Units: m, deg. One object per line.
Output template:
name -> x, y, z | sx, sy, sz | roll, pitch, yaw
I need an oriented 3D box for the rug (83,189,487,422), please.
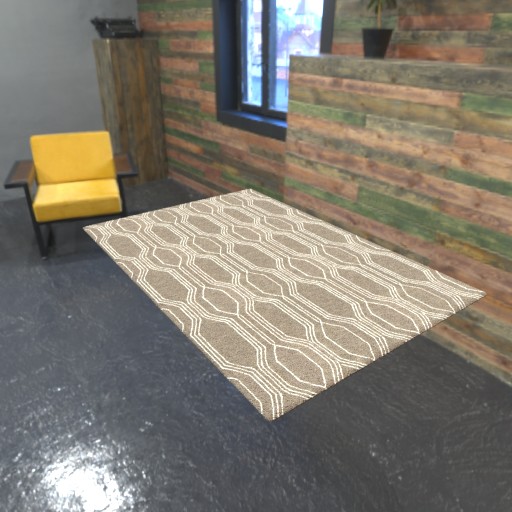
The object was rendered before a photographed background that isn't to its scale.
rug -> 0.000, 0.000, 2.325 | 1.239, 0.012, 1.836 | -18, 32, -32
